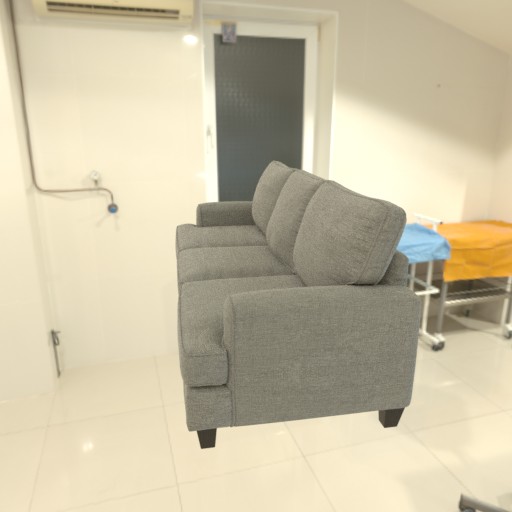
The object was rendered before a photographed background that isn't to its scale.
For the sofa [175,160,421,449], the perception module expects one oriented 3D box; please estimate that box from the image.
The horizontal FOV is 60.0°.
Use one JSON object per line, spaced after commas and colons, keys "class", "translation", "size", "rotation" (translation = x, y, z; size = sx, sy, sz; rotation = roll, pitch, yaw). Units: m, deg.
{"class": "sofa", "translation": [0.000, 0.000, 2.647], "size": [0.951, 0.965, 2.158], "rotation": [-3, 17, -10]}
